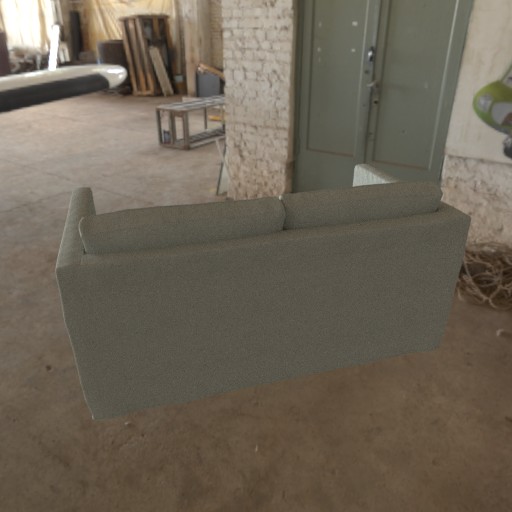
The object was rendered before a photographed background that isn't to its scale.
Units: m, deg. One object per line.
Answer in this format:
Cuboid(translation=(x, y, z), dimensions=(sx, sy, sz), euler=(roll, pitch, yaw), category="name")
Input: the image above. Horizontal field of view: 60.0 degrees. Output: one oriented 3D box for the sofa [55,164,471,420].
Cuboid(translation=(0.000, 0.000, 2.228), dimensions=(1.727, 0.830, 0.944), euler=(-8, 28, -15), category="sofa")
